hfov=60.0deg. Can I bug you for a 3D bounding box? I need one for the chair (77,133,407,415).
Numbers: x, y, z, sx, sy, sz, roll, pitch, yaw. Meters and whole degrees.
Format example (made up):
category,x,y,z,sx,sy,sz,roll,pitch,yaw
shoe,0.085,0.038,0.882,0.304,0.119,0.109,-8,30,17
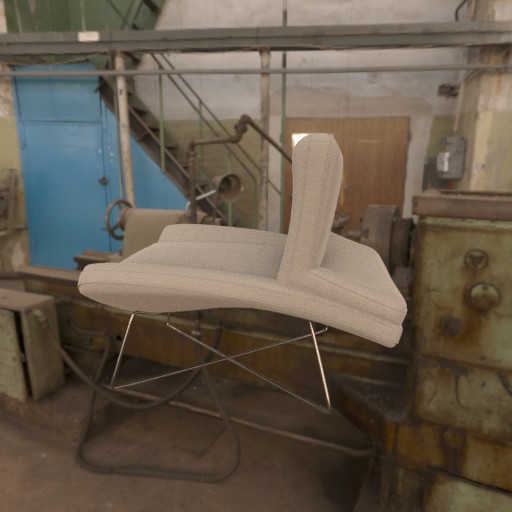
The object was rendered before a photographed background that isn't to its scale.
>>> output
category,x,y,z,sx,sy,sz,roll,pitch,yaw
chair,0.000,0.000,1.659,1.008,0.855,0.859,2,13,8
